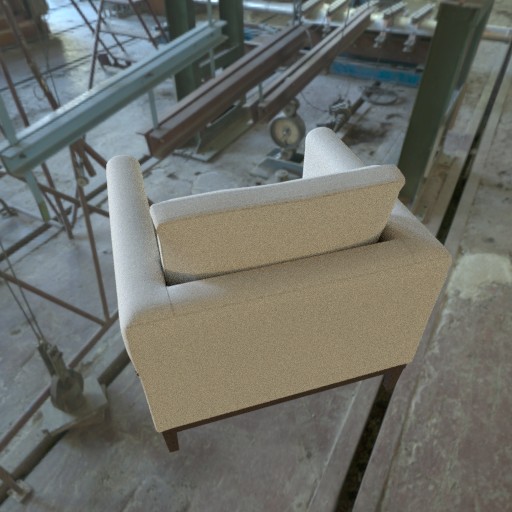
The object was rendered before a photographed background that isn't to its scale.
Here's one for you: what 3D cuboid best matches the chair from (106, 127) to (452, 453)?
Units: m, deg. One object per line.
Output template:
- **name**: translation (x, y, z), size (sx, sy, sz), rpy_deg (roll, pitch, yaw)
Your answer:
- **chair**: translation (0.000, 0.000, 1.668), size (0.982, 0.915, 0.896), rpy_deg (-11, 43, -13)
